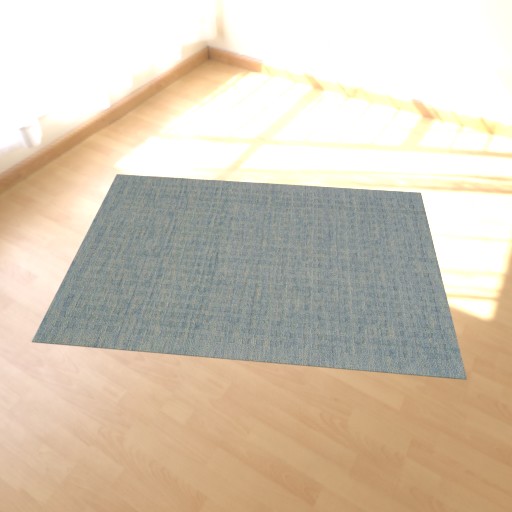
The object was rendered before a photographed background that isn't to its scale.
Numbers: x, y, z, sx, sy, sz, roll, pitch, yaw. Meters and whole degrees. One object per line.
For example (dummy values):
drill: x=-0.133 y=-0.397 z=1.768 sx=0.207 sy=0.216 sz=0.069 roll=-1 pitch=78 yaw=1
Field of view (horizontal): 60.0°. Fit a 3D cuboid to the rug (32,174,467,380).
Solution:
rug: x=0.000 y=0.000 z=2.161 sx=1.752 sy=0.006 sz=1.142 roll=4 pitch=47 yaw=4
